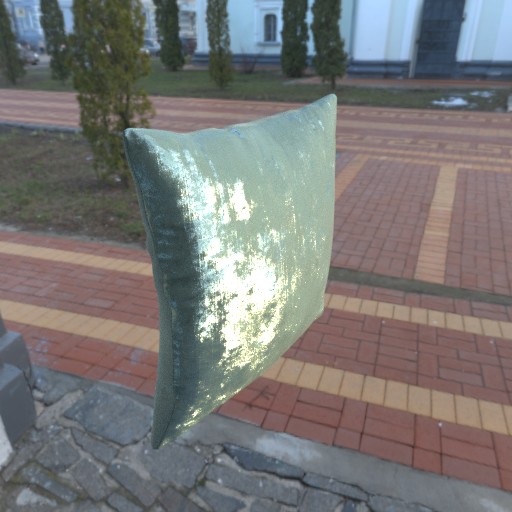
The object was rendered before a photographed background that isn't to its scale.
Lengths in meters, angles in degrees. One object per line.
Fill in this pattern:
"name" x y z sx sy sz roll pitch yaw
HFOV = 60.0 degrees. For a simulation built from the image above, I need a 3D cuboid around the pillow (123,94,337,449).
"pillow" 0.000 0.000 0.711 0.175 0.464 0.470 18 31 32
